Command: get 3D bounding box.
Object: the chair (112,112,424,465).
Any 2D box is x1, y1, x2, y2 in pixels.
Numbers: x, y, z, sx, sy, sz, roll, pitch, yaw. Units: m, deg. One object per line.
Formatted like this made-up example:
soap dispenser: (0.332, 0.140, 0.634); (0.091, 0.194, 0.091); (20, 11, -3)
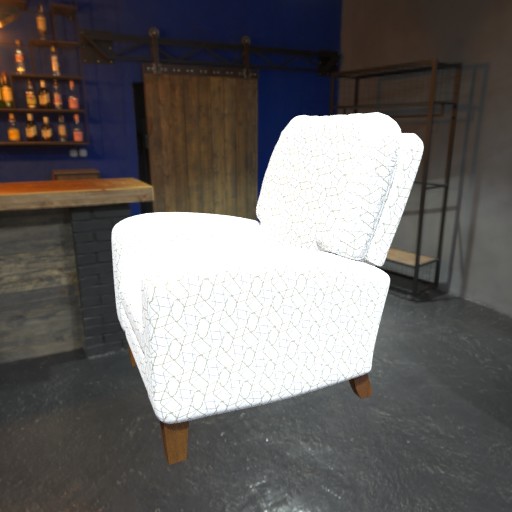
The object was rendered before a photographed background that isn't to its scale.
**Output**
chair: (0.000, 0.000, 1.725); (0.995, 1.064, 0.796); (-7, 18, -24)
